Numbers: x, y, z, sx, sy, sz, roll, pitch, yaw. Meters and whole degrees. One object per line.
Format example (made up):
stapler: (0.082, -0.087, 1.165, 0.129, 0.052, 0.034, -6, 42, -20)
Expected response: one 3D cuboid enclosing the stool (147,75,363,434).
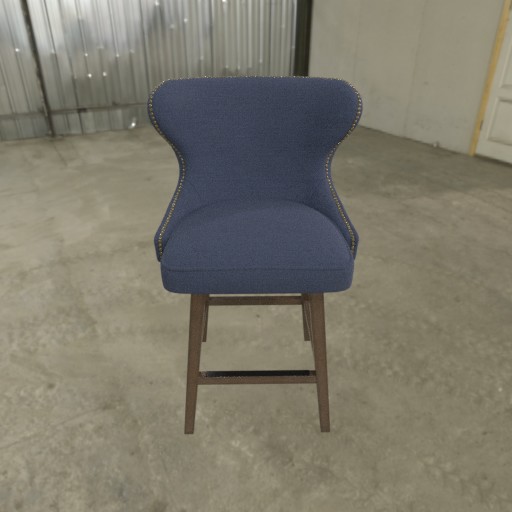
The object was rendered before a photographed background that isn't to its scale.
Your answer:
stool: (0.000, 0.000, 1.366, 0.615, 0.972, 0.597, 0, 30, -1)
